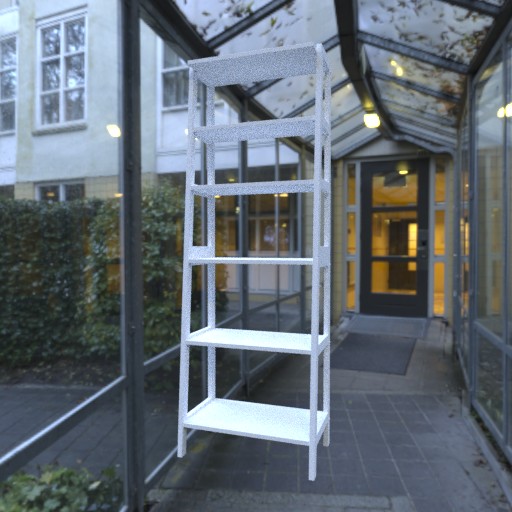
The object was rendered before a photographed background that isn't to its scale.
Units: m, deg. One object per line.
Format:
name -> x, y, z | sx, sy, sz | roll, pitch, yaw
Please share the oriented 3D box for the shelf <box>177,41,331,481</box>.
shelf -> 0.000, 0.000, 2.142 | 0.660, 1.892, 0.381 | 0, 1, 19
